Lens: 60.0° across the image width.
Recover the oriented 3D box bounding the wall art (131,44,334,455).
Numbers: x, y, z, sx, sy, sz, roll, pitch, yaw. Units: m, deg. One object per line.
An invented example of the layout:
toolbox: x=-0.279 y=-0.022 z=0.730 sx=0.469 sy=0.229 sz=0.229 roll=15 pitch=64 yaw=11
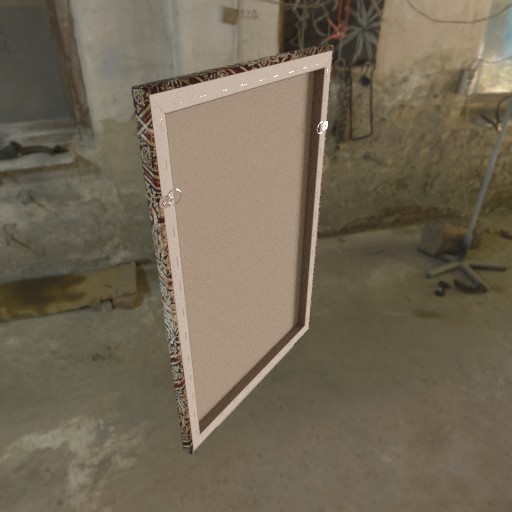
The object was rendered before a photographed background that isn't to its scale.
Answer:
wall art: x=0.000 y=0.000 z=1.110 sx=0.030 sy=0.904 sz=0.599 roll=22 pitch=38 yaw=30
